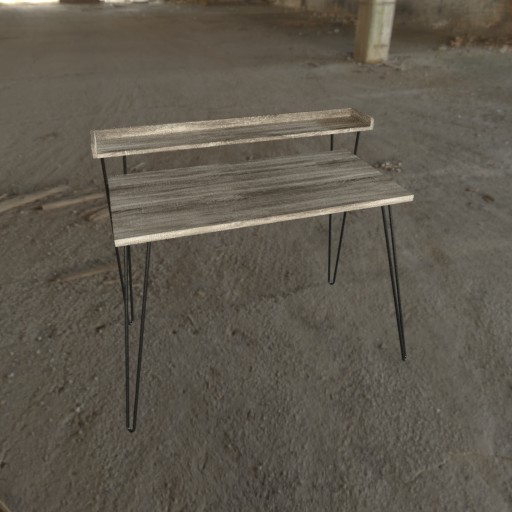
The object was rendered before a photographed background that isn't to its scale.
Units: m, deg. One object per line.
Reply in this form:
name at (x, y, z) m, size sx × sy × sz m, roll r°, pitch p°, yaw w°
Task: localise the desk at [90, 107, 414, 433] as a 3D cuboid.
desk at (0.000, 0.000, 1.693) m, size 1.135 × 0.899 × 0.605 m, roll -10°, pitch 34°, yaw -15°
